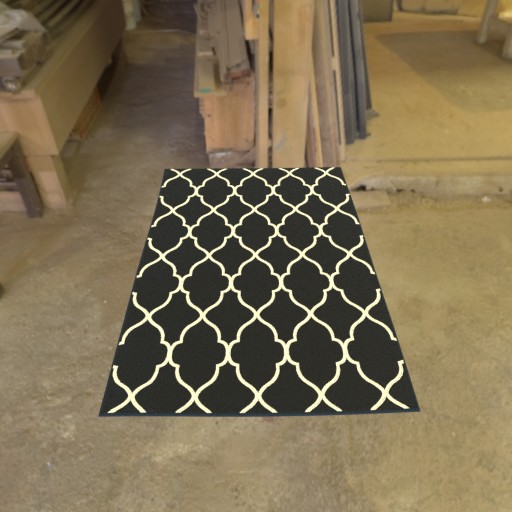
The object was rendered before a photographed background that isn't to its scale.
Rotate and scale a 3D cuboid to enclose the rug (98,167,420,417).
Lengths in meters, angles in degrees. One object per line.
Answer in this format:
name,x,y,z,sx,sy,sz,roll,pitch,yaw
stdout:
rug,0.000,0.000,2.944,1.528,0.014,2.294,-1,41,-1
